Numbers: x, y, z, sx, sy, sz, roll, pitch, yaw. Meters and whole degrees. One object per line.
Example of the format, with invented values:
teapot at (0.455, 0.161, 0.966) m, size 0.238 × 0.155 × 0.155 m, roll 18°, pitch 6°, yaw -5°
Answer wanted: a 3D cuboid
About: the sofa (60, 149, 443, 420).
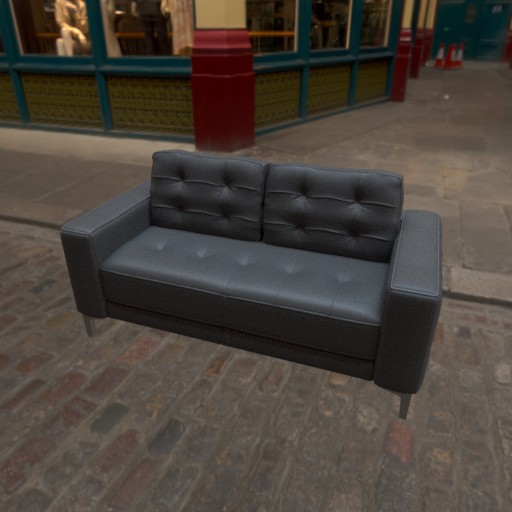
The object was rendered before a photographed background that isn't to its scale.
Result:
sofa at (0.000, 0.000, 2.247) m, size 1.726 × 0.893 × 0.833 m, roll 10°, pitch 29°, yaw 18°
